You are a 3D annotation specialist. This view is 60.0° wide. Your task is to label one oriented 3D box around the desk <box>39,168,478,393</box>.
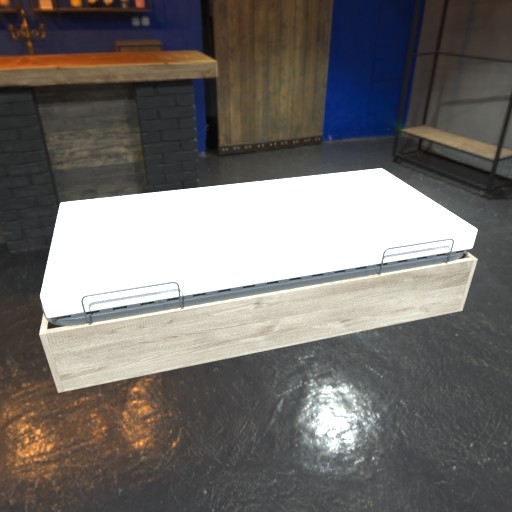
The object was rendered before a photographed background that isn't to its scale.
[{"bbox_3d":[0.000,0.000,2.241,1.900,0.455,0.900,-8,32,-14],"label":"desk"}]
